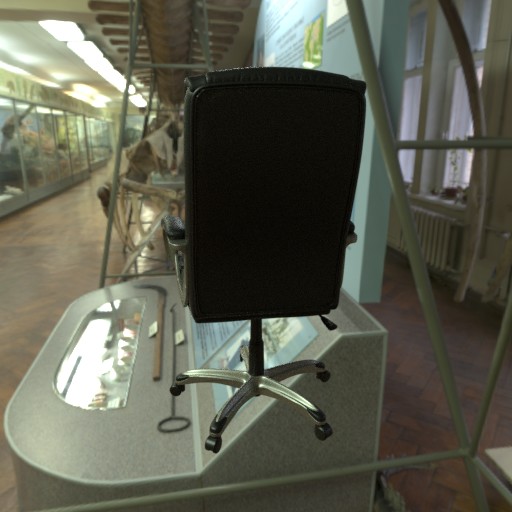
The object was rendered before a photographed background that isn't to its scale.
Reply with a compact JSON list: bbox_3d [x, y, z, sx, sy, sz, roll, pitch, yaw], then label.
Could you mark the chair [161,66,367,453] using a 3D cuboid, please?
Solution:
[{"bbox_3d":[0.000,0.000,1.572,0.663,1.155,0.739,-3,15,-10],"label":"chair"}]
